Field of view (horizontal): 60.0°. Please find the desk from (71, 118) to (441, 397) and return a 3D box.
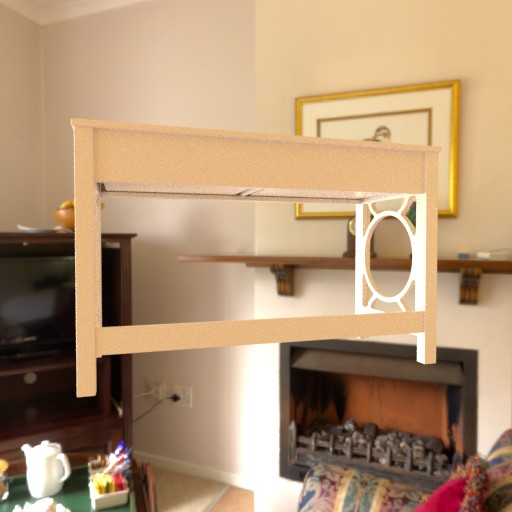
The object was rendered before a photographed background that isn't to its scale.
[{"bbox_3d":[0.000,0.000,1.612,1.191,0.762,0.504,-1,2,-17],"label":"desk"}]
